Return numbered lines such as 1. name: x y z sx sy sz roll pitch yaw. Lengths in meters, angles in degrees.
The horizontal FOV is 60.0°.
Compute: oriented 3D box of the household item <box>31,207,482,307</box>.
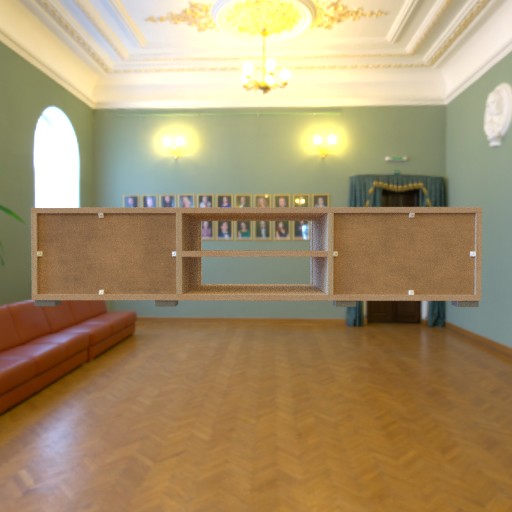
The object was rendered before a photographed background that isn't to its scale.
1. household item: 0.000 0.000 1.588 1.400 0.310 0.420 0 1 1
